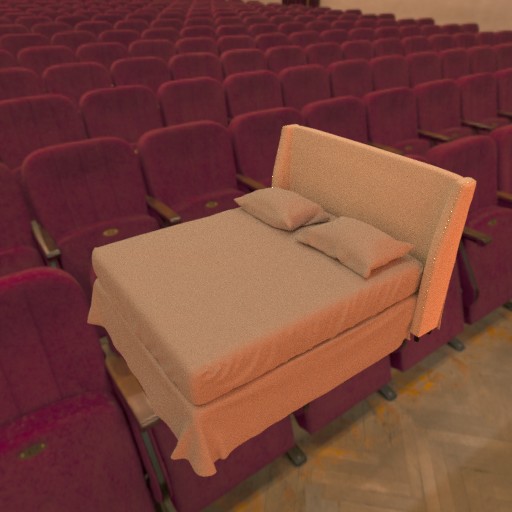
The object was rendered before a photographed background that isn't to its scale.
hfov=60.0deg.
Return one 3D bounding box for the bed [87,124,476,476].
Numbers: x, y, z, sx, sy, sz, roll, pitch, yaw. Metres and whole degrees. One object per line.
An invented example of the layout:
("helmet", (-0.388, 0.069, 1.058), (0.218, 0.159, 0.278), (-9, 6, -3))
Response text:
("bed", (0.000, 0.000, 3.355), (2.276, 1.332, 1.925), (-20, 36, -30))
